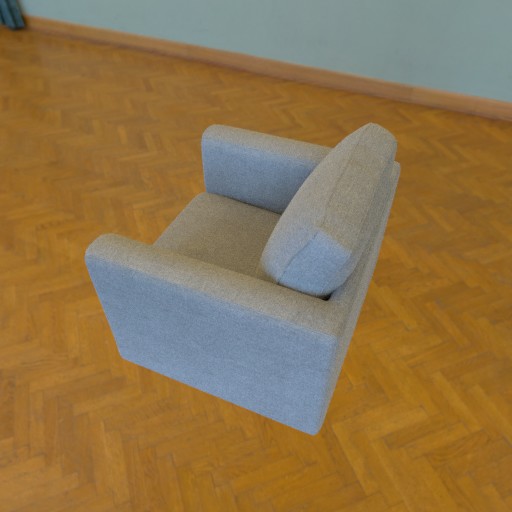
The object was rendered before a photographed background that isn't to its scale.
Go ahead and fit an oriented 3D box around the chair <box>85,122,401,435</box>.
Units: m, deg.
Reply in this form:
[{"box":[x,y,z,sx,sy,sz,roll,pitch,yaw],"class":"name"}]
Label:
[{"box":[0.000,0.000,1.608,0.800,0.927,0.855,17,48,16],"class":"chair"}]
